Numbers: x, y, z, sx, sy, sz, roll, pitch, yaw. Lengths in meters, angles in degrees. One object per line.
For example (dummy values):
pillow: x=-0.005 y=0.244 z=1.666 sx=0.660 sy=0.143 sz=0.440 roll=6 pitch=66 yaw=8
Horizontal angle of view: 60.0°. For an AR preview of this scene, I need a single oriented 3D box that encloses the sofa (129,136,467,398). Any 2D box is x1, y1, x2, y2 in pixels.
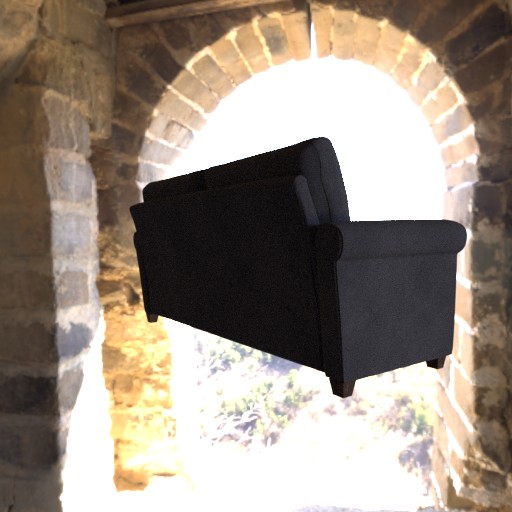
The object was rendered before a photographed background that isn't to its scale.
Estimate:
sofa: x=0.000 y=0.000 z=2.431 sx=0.842 sy=0.942 sz=1.935 roll=-1 pitch=3 yaw=-35
